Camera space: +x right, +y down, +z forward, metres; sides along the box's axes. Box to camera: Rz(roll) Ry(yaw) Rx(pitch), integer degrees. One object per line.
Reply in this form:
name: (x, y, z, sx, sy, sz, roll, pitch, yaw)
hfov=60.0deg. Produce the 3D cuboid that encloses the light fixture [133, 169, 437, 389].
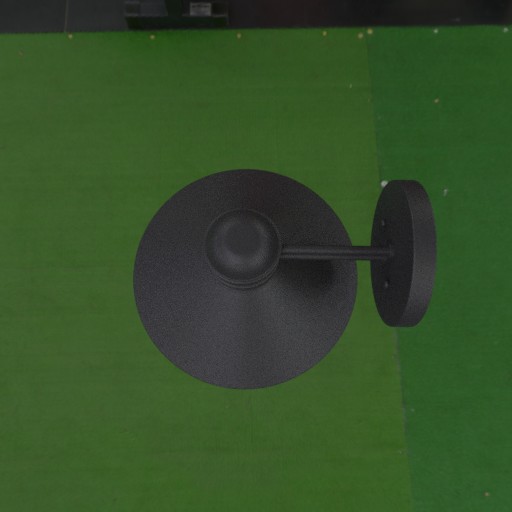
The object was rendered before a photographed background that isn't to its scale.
light fixture: (0.000, 0.000, 0.661, 0.434, 0.265, 0.396, 1, 76, 0)
